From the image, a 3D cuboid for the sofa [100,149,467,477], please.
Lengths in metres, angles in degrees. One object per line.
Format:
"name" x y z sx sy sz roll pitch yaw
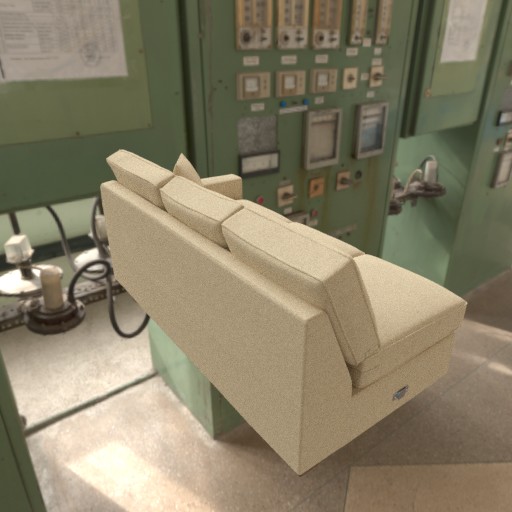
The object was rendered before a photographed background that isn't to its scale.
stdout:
"sofa" 0.000 0.000 2.461 1.034 0.946 1.963 -18 31 -32
